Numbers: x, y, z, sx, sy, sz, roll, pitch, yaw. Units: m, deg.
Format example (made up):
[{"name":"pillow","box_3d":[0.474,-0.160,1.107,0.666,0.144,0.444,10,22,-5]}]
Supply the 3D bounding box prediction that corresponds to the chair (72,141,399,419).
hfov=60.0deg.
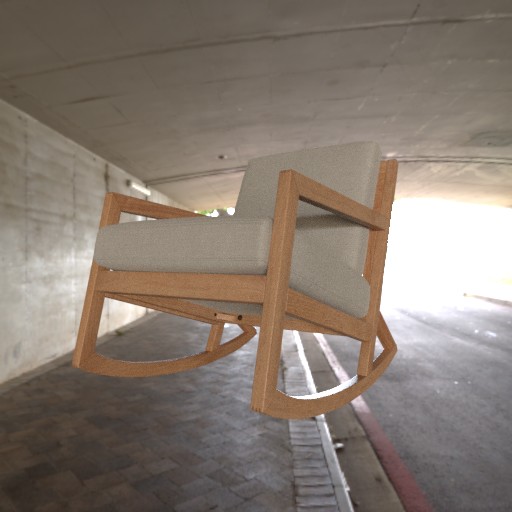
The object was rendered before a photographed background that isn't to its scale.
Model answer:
[{"name":"chair","box_3d":[0.000,0.000,1.374,0.622,0.790,0.857,0,0,35]}]
